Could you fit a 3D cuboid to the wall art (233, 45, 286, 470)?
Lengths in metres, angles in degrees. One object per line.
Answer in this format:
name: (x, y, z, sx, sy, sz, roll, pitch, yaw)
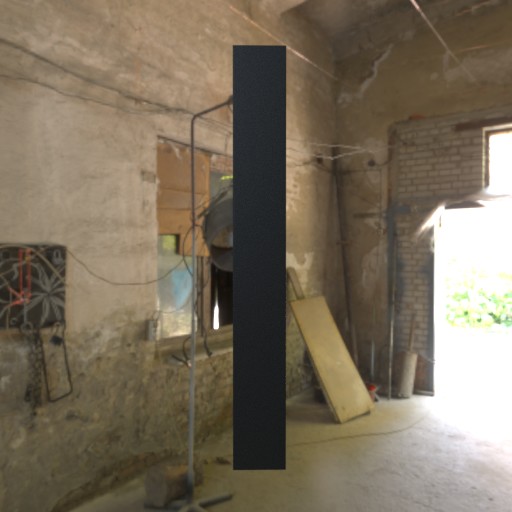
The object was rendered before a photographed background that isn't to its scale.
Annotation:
wall art: (0.000, 0.000, 0.469, 0.038, 0.304, 0.305, 0, 1, -1)
